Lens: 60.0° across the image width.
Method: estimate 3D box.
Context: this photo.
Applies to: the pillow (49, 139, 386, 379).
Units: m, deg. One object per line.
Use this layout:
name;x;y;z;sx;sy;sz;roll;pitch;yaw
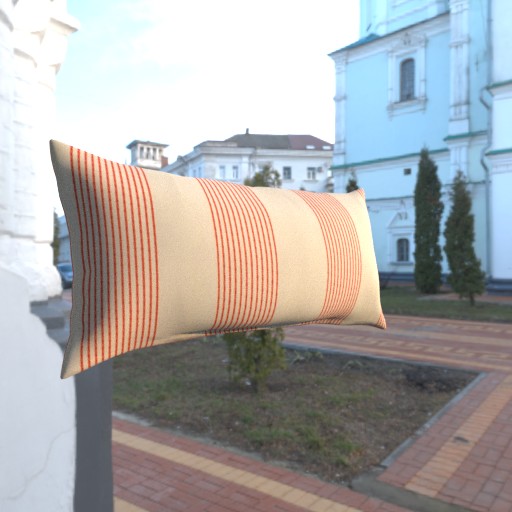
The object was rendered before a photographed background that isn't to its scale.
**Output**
pillow;0.000;0.000;0.717;0.608;0.292;0.156;1;-1;-37
